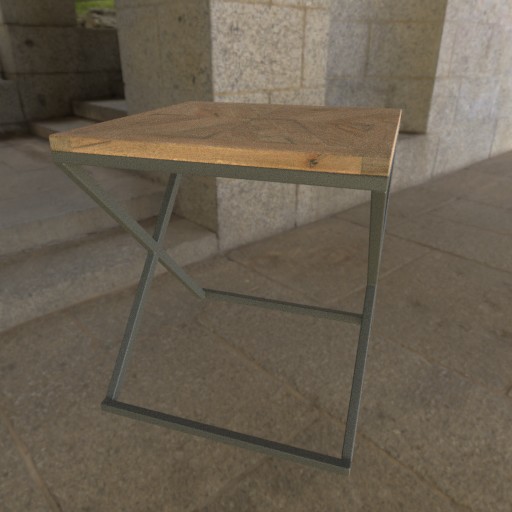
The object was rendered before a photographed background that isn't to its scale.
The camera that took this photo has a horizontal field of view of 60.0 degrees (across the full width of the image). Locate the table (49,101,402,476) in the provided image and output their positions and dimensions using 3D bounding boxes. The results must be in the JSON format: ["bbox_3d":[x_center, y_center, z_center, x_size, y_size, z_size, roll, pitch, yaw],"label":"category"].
[{"bbox_3d":[0.000,0.000,0.925,0.499,0.550,0.498,8,26,16],"label":"table"}]
